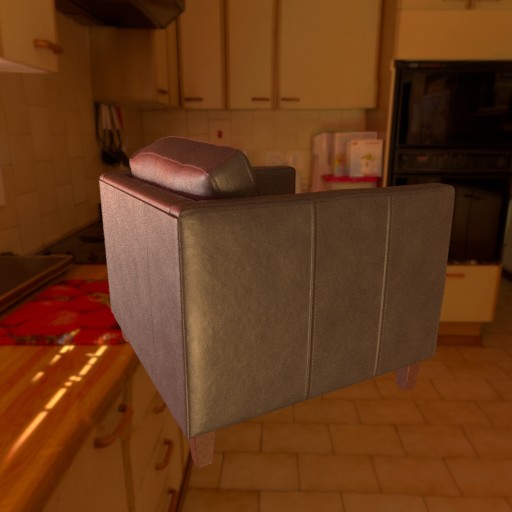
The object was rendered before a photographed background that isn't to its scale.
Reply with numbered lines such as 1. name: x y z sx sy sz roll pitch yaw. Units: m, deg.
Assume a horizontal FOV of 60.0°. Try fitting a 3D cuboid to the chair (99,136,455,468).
1. chair: 0.000 0.000 1.553 0.862 0.811 0.939 -8 17 -27
